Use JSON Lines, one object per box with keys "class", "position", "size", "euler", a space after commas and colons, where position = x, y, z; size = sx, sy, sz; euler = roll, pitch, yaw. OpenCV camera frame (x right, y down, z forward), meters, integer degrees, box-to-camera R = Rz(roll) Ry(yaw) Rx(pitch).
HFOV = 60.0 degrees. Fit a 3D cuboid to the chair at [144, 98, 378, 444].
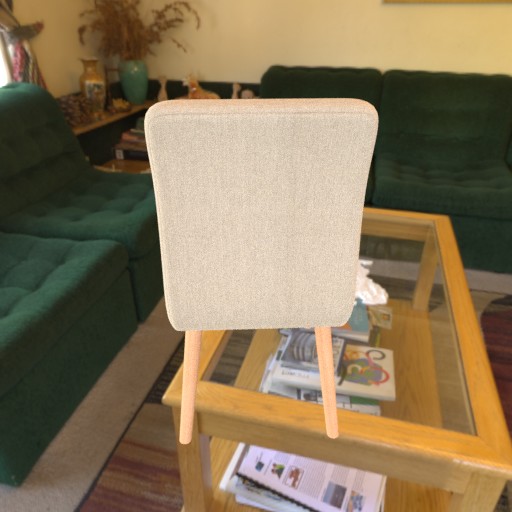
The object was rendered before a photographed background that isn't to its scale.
{"class": "chair", "position": [0.000, 0.000, 1.184], "size": [0.435, 0.885, 0.550], "euler": [-1, 29, -2]}
